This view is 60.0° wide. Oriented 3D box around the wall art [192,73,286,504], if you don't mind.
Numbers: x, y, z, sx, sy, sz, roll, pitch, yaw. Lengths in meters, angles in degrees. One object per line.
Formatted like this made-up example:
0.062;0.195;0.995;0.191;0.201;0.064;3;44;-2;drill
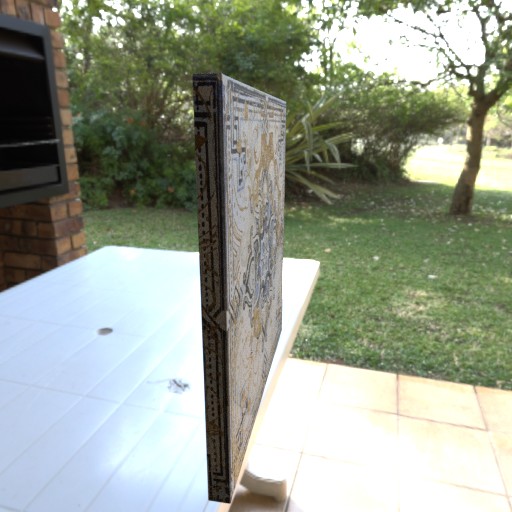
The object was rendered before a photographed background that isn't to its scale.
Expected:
0.000;0.000;0.875;0.036;0.607;0.609;3;17;10;wall art
